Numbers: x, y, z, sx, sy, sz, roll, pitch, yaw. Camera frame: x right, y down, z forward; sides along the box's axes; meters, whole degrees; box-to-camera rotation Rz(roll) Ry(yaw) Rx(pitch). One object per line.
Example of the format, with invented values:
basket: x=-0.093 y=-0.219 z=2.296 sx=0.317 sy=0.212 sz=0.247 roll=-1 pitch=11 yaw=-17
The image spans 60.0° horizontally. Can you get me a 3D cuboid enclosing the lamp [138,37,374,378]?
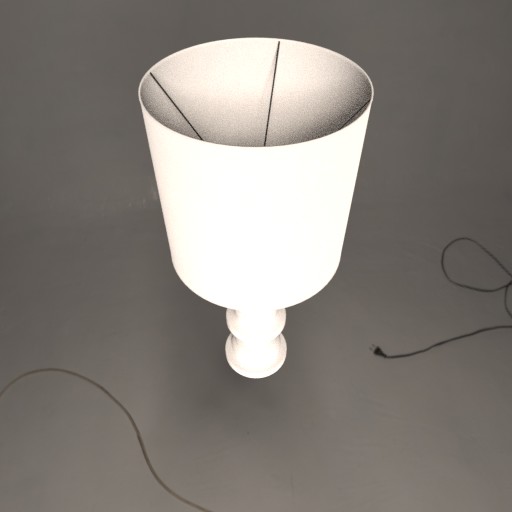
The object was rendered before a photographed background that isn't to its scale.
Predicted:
lamp: x=0.000 y=0.000 z=0.565 sx=0.208 sy=0.455 sz=0.208 roll=-4 pitch=47 yaw=-4
